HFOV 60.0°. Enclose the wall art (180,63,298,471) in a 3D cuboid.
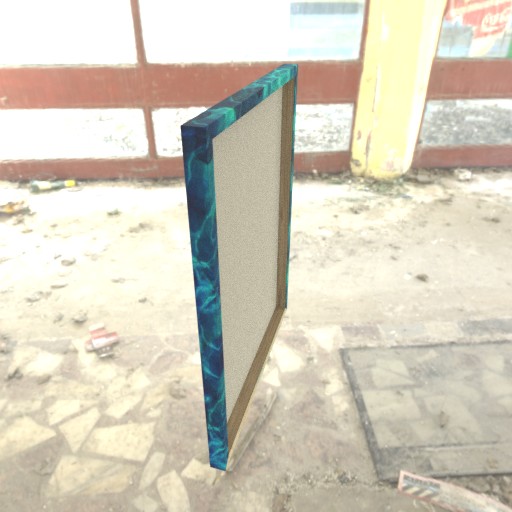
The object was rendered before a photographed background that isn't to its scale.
[{"bbox_3d":[0.000,0.000,1.045,0.038,0.760,0.609,9,32,14],"label":"wall art"}]
